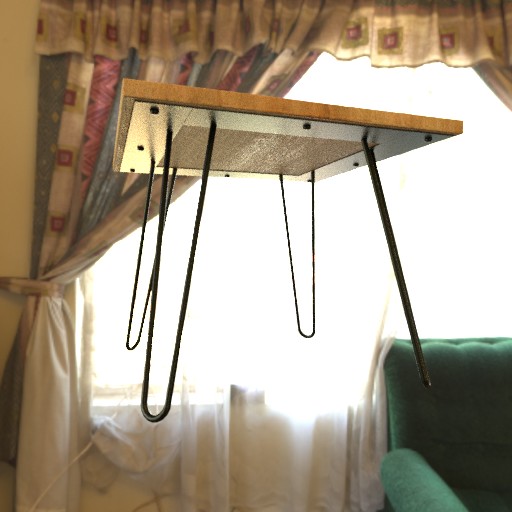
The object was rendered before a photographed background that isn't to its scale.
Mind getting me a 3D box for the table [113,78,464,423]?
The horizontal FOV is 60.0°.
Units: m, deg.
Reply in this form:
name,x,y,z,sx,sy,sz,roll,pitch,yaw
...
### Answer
name,x,y,z,sx,sy,sz,roll,pitch,yaw
table,0.000,0.000,0.997,0.599,0.500,0.599,0,0,-19
